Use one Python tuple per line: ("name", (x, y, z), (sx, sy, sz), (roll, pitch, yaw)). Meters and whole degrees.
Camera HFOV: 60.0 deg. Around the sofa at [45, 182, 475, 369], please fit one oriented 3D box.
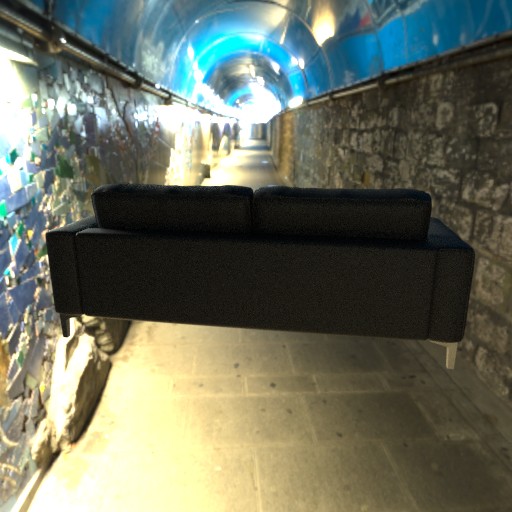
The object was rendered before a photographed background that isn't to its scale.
("sofa", (0.000, 0.000, 2.697), (2.275, 0.893, 0.833), (3, 16, 9))
